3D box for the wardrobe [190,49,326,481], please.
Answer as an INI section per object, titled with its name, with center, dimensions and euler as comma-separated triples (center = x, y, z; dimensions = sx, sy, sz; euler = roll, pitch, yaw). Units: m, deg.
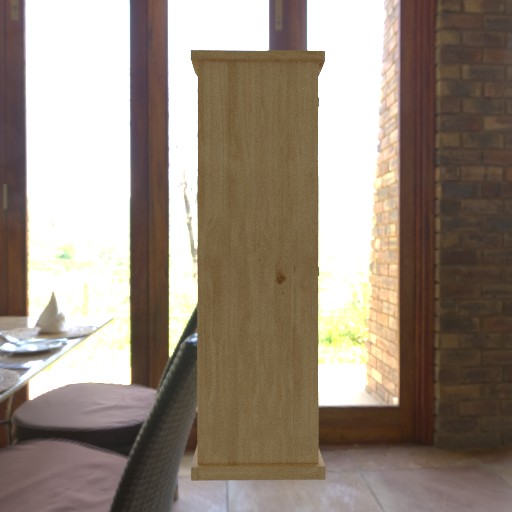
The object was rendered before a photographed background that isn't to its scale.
[wardrobe]
center = 0.000, 0.000, 2.599
dimensions = 0.570, 1.870, 1.500
euler = 0, 0, -1
